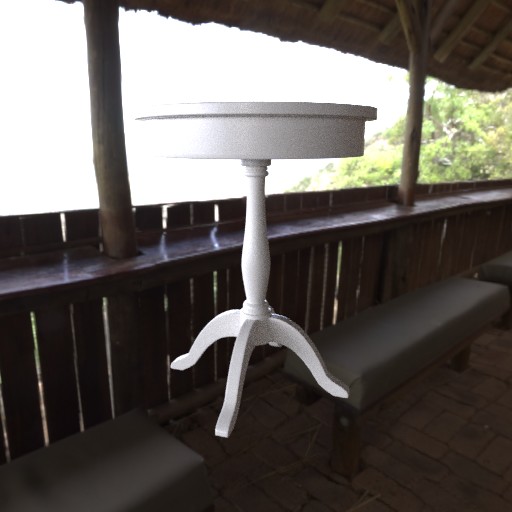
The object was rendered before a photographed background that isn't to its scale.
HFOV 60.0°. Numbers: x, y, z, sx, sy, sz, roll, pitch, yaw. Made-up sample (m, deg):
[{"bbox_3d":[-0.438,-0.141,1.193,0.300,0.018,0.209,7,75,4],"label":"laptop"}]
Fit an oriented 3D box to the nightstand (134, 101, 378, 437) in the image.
[{"bbox_3d":[0.000,0.000,1.044,0.513,0.653,0.513,7,16,26],"label":"nightstand"}]
